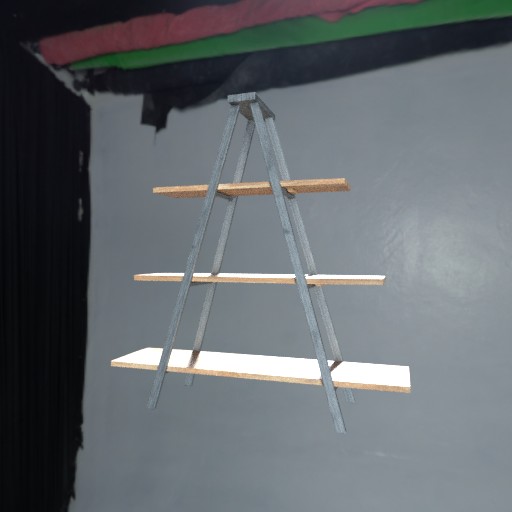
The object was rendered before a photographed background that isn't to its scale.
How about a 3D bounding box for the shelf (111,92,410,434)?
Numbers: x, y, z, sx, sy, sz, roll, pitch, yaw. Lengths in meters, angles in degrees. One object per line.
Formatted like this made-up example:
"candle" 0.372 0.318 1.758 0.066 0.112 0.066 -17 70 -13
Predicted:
"shelf" 0.000 0.000 2.663 1.746 1.808 0.508 0 0 18
